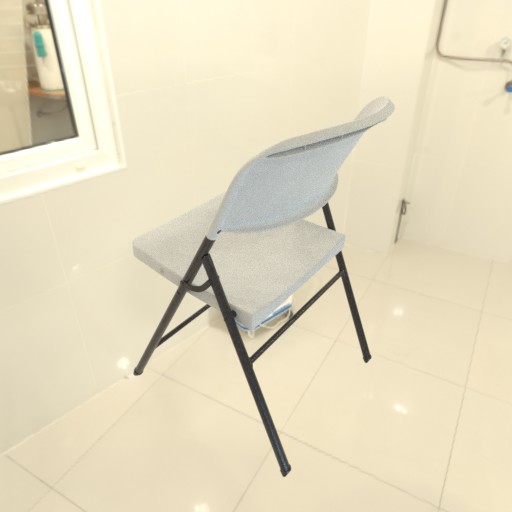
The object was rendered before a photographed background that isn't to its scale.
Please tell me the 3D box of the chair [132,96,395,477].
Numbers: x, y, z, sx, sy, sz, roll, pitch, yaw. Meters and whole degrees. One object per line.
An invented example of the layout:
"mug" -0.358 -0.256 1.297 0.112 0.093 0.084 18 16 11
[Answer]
"chair" 0.000 0.000 1.147 0.566 0.810 0.494 22 38 30
